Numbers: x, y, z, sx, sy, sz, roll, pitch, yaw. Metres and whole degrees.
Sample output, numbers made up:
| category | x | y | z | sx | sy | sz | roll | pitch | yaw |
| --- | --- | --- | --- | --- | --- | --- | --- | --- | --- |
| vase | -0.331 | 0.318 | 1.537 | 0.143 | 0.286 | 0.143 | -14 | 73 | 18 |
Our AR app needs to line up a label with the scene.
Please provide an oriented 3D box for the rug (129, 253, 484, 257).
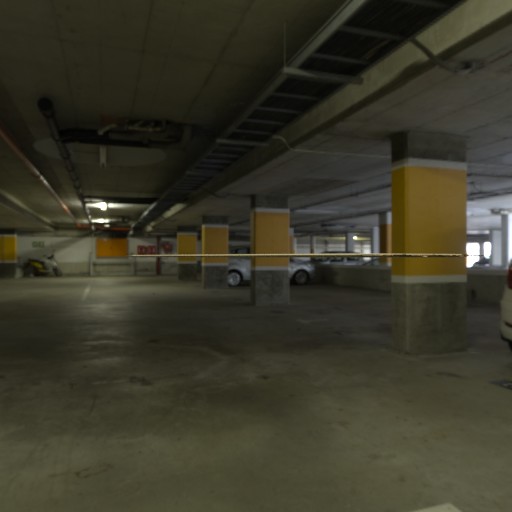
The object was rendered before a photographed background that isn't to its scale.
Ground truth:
| category | x | y | z | sx | sy | sz | roll | pitch | yaw |
| --- | --- | --- | --- | --- | --- | --- | --- | --- | --- |
| rug | 0.000 | 0.000 | 2.715 | 0.729 | 0.021 | 2.438 | 0 | 0 | -37 |
